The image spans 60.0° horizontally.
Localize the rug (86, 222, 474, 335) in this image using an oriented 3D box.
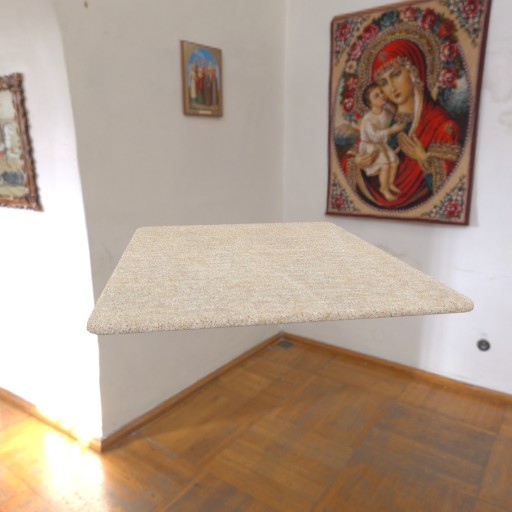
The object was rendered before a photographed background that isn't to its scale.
[{"bbox_3d":[0.000,0.000,3.383,2.009,0.048,2.528,-2,15,-9],"label":"rug"}]
